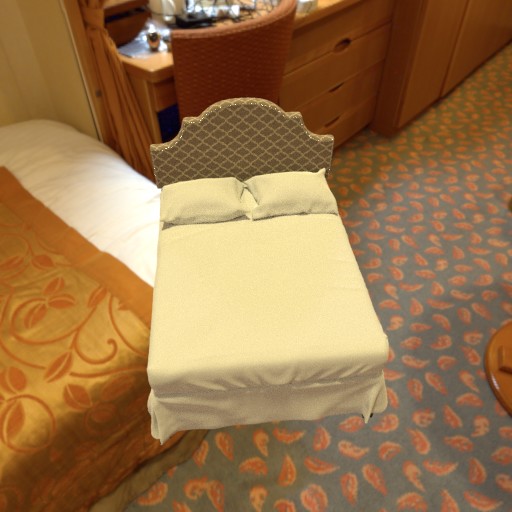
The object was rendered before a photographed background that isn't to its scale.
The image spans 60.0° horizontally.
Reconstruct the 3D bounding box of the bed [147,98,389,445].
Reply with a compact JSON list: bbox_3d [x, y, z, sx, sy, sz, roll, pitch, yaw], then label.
[{"bbox_3d":[0.000,0.000,3.416,1.780,1.633,2.222,-4,45,-4],"label":"bed"}]
